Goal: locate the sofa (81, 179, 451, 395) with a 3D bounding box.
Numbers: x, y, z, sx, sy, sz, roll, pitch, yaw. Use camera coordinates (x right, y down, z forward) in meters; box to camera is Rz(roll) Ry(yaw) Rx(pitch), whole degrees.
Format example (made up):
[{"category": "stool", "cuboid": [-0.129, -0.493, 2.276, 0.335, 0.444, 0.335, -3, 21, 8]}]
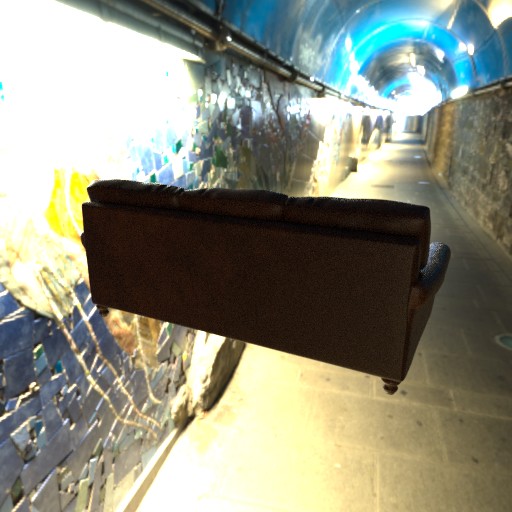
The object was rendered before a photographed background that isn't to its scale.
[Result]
[{"category": "sofa", "cuboid": [0.000, 0.000, 2.957, 2.351, 0.977, 0.973, 9, 19, 27]}]
